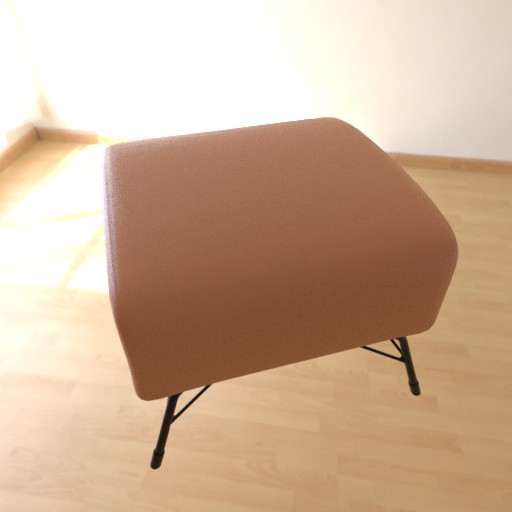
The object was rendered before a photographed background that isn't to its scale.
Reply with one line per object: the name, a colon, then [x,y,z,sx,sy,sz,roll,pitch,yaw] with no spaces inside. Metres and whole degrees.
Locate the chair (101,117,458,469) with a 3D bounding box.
chair: [0.000,0.000,0.878,0.530,0.410,0.530,-11,42,-12]
